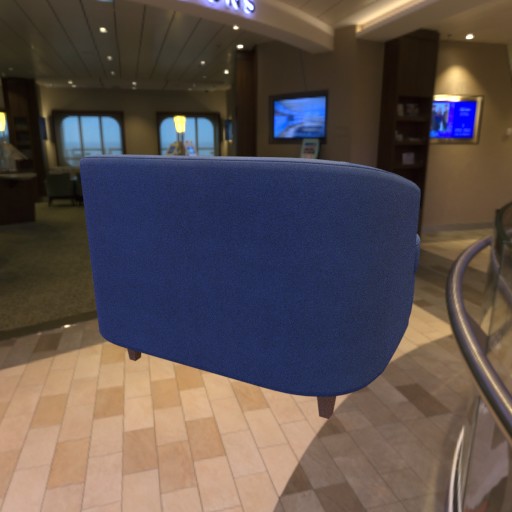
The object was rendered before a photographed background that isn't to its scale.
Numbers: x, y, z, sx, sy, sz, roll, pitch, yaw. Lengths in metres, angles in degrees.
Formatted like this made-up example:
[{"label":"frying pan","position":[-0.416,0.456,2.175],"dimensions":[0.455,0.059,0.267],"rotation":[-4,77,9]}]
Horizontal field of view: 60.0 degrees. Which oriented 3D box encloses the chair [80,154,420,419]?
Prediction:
[{"label":"chair","position":[0.000,0.000,1.739],"dimensions":[1.118,0.787,0.914],"rotation":[8,16,27]}]
